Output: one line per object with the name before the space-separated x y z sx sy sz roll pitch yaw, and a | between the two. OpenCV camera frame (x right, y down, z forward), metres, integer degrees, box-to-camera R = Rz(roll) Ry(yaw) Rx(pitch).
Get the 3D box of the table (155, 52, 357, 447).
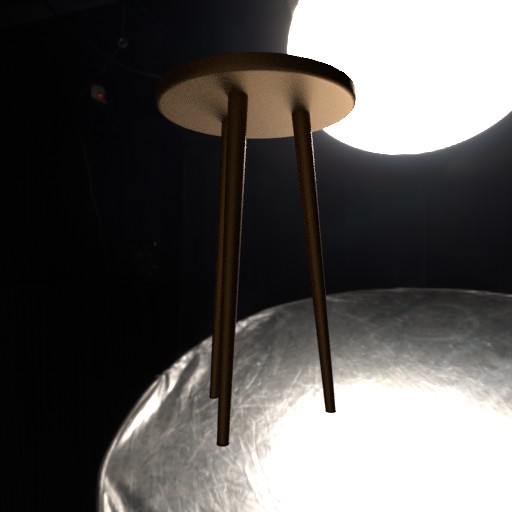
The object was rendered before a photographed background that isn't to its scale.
table | 0.000 0.000 0.671 0.299 0.480 0.299 0 -1 19
